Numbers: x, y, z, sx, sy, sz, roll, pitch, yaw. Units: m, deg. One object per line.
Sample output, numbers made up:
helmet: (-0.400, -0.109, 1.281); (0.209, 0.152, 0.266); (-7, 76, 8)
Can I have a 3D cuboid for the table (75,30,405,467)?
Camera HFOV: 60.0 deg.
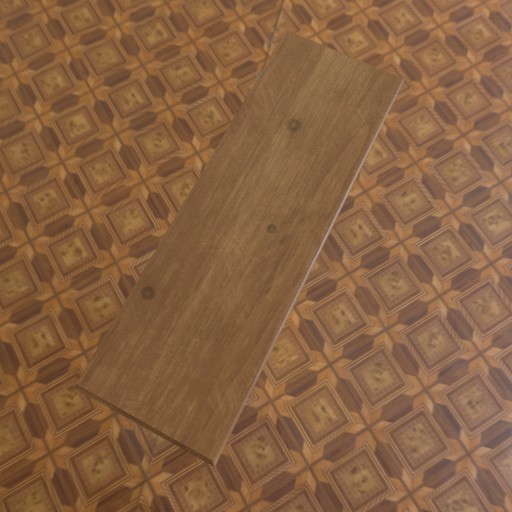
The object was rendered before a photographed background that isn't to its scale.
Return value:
table: (0.000, 0.000, 1.608); (0.399, 0.800, 1.219); (26, 76, 7)
